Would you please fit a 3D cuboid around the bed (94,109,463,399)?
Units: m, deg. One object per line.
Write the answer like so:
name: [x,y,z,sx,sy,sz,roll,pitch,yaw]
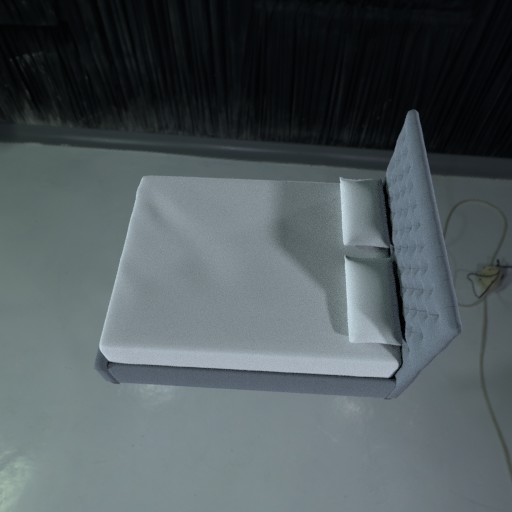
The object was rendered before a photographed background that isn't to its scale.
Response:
bed: [0.000,0.000,3.312,2.231,1.427,1.698,3,58,2]
